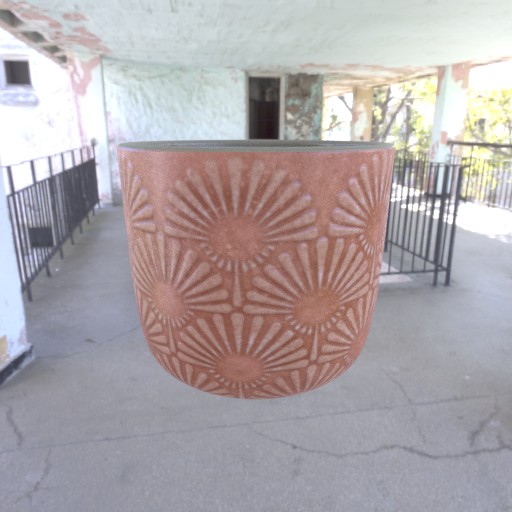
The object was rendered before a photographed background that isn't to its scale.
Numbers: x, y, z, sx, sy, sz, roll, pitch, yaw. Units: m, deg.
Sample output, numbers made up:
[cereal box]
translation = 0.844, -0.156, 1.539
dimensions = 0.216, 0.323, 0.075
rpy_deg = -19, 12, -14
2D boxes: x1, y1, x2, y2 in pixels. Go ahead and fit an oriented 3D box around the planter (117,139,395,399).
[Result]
[planter]
translation = 0.000, 0.000, 0.220
dimensions = 0.124, 0.109, 0.124
rpy_deg = 0, 16, 0
